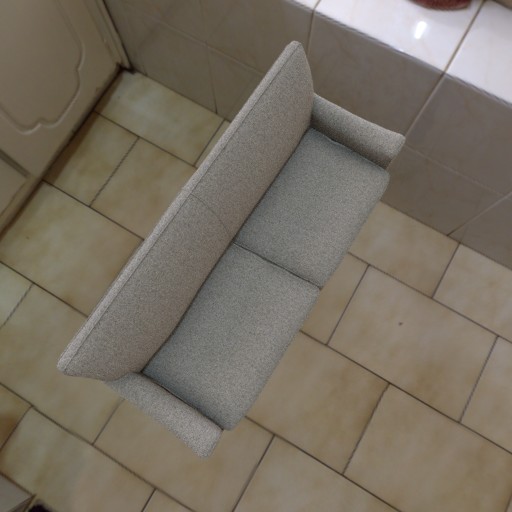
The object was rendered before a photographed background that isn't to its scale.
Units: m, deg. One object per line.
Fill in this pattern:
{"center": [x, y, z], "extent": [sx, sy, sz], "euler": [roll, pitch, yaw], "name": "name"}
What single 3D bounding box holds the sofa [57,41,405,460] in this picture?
{"center": [0.000, 0.000, 2.515], "extent": [0.854, 0.942, 2.026], "euler": [32, 79, 7], "name": "sofa"}
